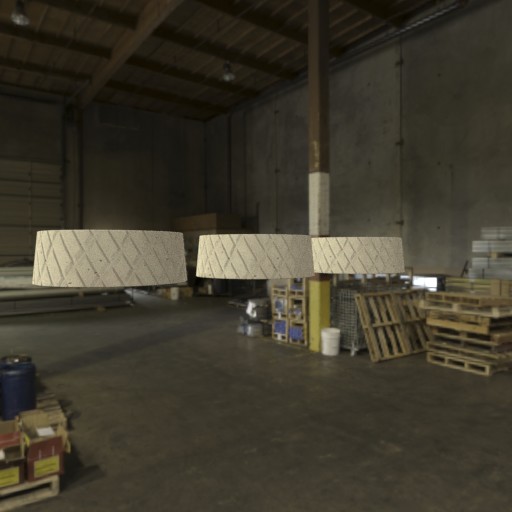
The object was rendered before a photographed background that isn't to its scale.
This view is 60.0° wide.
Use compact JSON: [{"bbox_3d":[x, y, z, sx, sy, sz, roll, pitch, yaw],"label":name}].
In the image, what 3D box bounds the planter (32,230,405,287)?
[{"bbox_3d":[0.000,0.000,0.428,0.390,0.038,0.114,-1,1,-36],"label":"planter"}]
